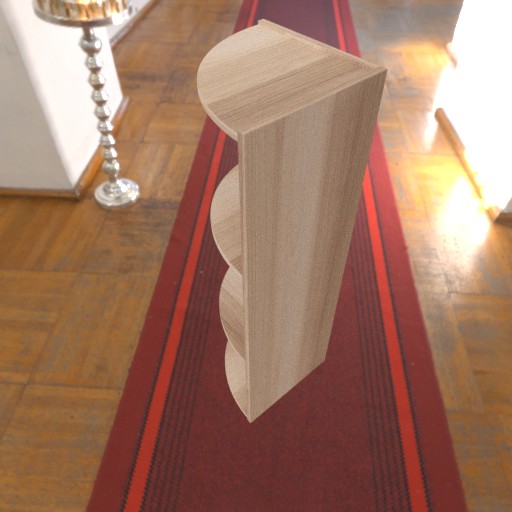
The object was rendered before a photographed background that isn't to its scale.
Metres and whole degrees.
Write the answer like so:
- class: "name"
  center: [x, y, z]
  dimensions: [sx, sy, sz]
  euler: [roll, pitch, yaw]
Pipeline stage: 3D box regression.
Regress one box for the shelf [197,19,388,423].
- class: "shelf"
  center: [0.000, 0.000, 1.013]
  dimensions: [0.290, 0.872, 0.290]
  euler: [-32, 54, -27]
